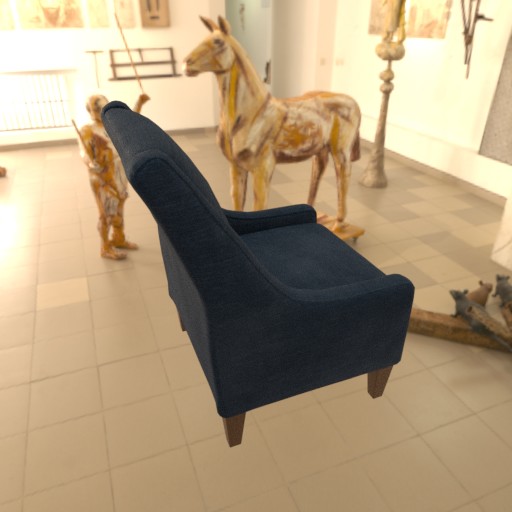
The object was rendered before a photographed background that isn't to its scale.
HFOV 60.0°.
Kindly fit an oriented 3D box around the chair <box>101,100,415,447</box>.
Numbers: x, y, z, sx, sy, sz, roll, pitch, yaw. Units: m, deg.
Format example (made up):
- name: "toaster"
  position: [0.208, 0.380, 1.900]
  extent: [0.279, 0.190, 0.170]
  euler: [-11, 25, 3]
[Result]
- name: "chair"
  position: [0.000, 0.000, 1.602]
  extent: [0.870, 1.014, 0.774]
  euler: [-11, 31, -19]
